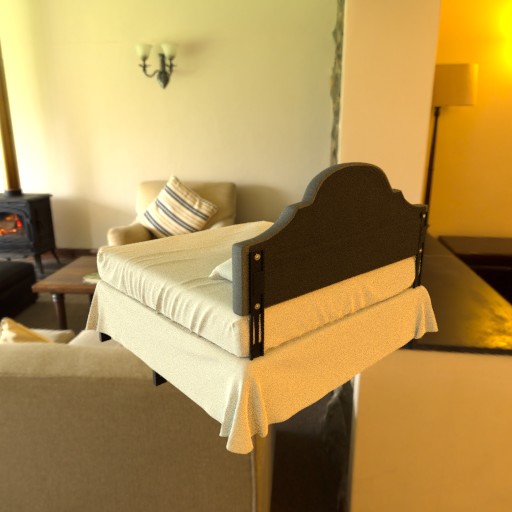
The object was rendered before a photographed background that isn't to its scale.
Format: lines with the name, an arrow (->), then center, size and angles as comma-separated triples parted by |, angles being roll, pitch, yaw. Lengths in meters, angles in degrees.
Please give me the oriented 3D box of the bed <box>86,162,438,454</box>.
bed -> 0.000, 0.000, 3.721 | 2.303, 1.631, 2.222 | -14, 21, -40
